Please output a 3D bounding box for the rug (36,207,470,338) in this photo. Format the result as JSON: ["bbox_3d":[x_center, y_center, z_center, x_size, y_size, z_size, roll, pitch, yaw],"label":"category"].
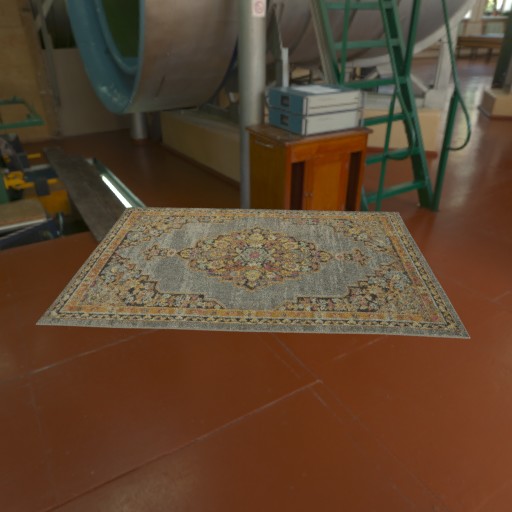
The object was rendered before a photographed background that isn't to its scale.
[{"bbox_3d":[0.000,0.000,4.047,3.063,0.024,2.158,1,29,3],"label":"rug"}]
